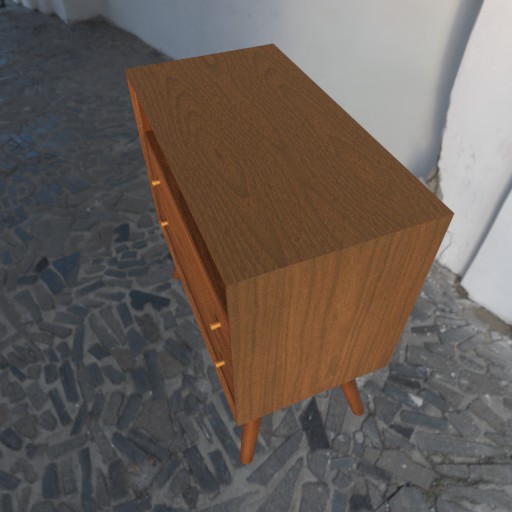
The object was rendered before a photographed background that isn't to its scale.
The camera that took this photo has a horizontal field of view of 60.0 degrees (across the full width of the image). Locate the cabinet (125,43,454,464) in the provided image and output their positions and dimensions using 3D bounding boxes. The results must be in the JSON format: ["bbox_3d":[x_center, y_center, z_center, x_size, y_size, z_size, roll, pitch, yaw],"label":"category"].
[{"bbox_3d":[0.000,0.000,1.147,0.388,0.748,0.712,-17,50,-15],"label":"cabinet"}]
